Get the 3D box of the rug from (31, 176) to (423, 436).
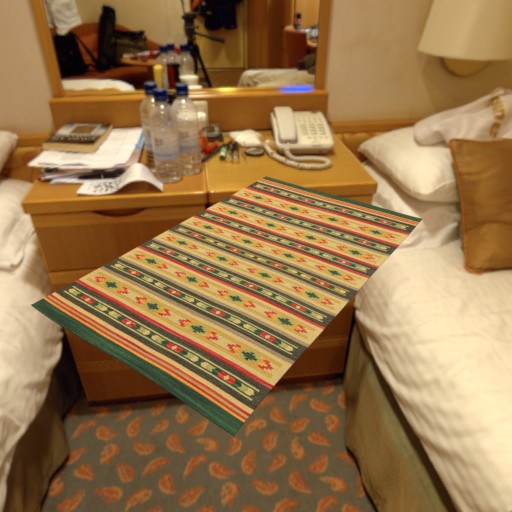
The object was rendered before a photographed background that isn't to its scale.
[{"bbox_3d":[0.000,0.000,3.080,1.520,0.011,2.447,21,38,30],"label":"rug"}]
